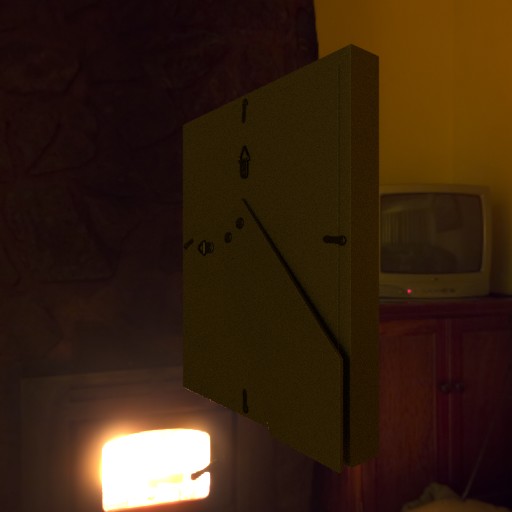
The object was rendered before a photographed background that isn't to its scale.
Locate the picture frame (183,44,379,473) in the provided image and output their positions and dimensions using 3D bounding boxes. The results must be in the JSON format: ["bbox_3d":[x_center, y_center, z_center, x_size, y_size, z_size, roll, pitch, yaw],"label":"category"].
[{"bbox_3d":[0.000,0.000,0.394,0.042,0.284,0.232,0,0,-38],"label":"picture frame"}]
